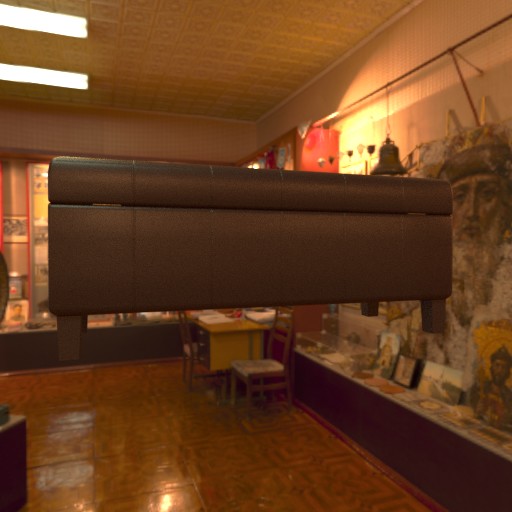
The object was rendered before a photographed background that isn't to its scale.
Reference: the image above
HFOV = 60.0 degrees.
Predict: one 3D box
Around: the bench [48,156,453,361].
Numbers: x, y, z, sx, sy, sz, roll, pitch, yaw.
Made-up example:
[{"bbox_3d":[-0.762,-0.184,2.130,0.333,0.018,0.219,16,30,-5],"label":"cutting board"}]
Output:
[{"bbox_3d":[0.000,0.000,1.331,1.092,0.457,0.429,0,1,-18],"label":"bench"}]
